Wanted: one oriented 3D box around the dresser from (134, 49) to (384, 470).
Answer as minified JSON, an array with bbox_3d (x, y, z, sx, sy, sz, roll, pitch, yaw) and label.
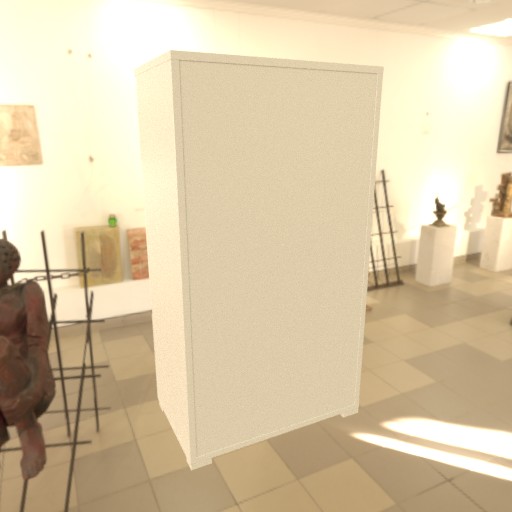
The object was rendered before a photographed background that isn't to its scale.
[{"bbox_3d":[0.000,0.000,1.511,0.650,1.190,0.400,-8,18,-26],"label":"dresser"}]
